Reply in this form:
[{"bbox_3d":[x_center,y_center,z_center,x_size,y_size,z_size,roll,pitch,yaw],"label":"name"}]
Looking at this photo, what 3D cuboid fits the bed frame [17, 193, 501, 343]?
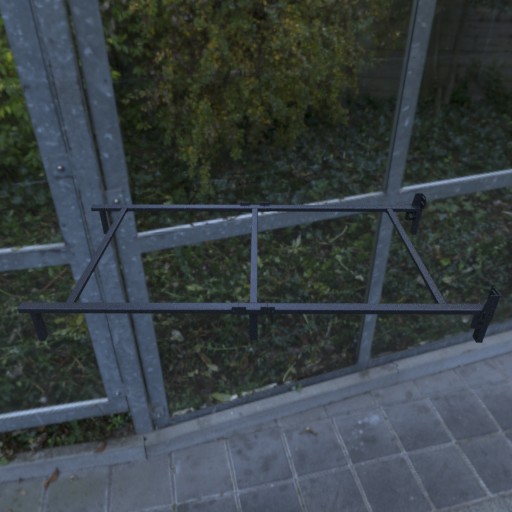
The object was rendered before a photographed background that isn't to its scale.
[{"bbox_3d":[0.000,0.000,2.189,1.897,0.248,0.968,0,32,0],"label":"bed frame"}]
